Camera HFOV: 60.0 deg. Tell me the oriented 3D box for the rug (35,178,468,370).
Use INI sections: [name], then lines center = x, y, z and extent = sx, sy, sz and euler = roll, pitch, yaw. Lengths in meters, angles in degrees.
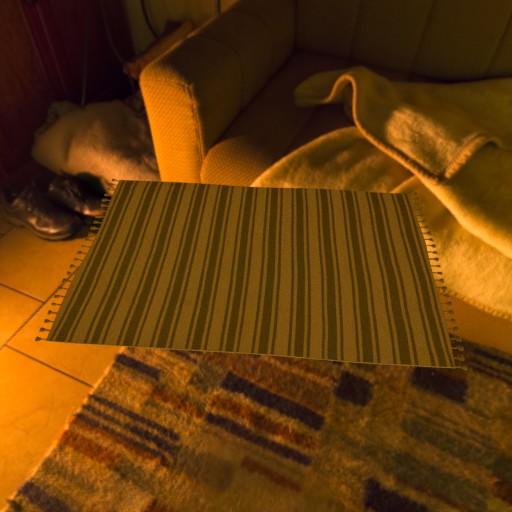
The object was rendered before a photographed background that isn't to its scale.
[rug]
center = 0.000, 0.000, 2.282
extent = 1.875, 0.013, 1.162
euler = 3, 47, 3
